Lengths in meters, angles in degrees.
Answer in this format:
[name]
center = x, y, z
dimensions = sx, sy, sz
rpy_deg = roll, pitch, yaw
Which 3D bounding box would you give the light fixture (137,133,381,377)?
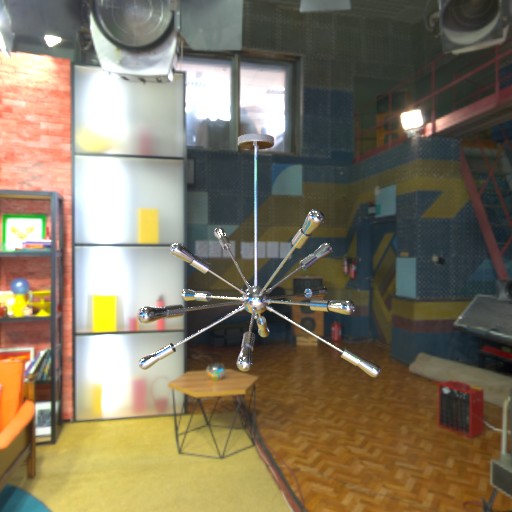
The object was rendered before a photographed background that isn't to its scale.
[light fixture]
center = 0.000, 0.000, 1.054
dimensions = 0.509, 0.558, 0.684
rpy_deg = 0, 0, 37
